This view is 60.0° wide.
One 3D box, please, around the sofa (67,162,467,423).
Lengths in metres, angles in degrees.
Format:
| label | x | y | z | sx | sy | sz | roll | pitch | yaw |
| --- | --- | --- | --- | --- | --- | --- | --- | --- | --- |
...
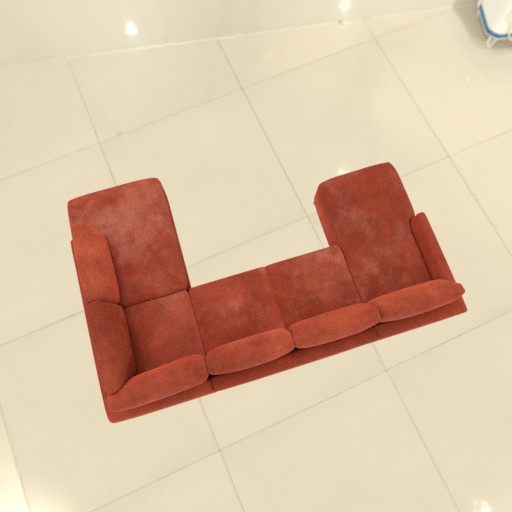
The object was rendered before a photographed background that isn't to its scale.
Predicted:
| label | x | y | z | sx | sy | sz | roll | pitch | yaw |
| --- | --- | --- | --- | --- | --- | --- | --- | --- | --- |
| sofa | 0.000 | 0.000 | 3.846 | 2.971 | 0.858 | 1.981 | -16 | 75 | -5 |
